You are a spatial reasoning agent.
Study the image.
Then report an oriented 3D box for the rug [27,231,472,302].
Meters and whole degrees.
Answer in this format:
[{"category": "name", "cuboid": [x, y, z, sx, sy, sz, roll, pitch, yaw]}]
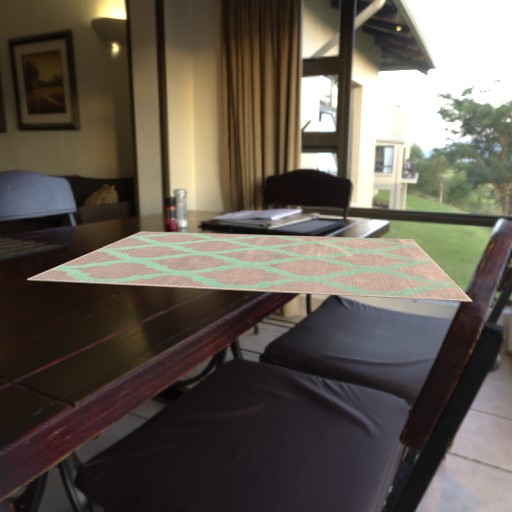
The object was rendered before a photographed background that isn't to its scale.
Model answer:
[{"category": "rug", "cuboid": [0.000, 0.000, 2.974, 2.286, 0.006, 1.524, 2, 13, 9]}]
